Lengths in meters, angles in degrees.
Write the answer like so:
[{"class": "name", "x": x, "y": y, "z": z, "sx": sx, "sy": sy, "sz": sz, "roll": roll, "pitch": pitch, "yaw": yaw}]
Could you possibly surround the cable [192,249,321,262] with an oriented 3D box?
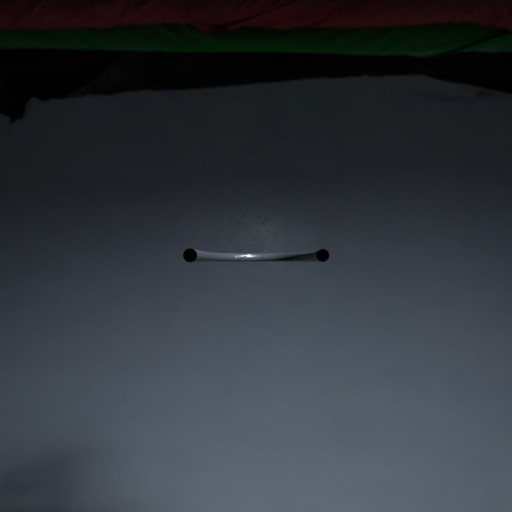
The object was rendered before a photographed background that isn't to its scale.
[{"class": "cable", "x": 0.000, "y": 0.000, "z": 0.113, "sx": 0.041, "sy": 0.005, "sz": 0.098, "roll": 0, "pitch": -1, "yaw": 1}]
